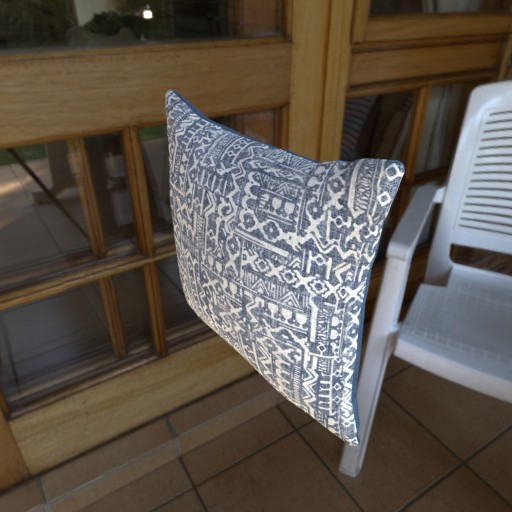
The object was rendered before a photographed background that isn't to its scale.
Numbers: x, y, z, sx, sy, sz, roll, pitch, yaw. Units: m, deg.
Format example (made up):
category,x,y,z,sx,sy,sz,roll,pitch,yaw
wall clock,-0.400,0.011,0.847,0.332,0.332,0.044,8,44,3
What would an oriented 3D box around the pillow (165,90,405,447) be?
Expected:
category,x,y,z,sx,sy,sz,roll,pitch,yaw
pillow,0.000,0.000,0.785,0.180,0.487,0.546,-22,37,-32
